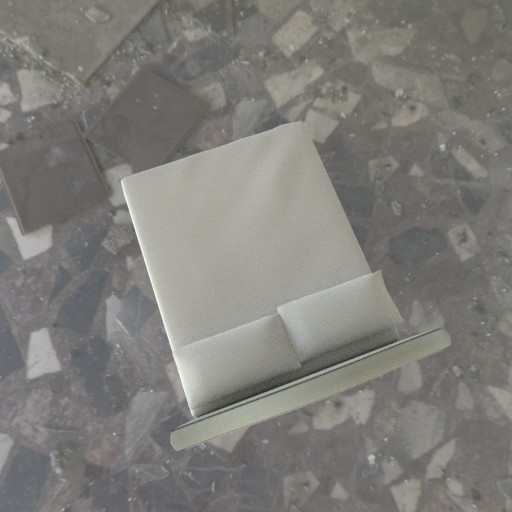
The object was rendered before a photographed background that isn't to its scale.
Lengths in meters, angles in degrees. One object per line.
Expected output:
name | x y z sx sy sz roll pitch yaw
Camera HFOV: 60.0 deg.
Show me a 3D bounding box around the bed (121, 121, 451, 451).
bed | 0.000 0.000 3.399 1.813 1.607 2.180 -19 75 -5
